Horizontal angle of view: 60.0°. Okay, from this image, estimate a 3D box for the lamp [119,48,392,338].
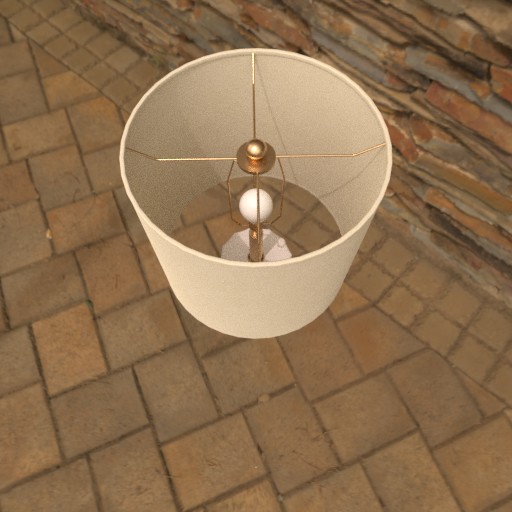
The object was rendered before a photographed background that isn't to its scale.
[{"bbox_3d":[0.000,0.000,0.694,0.277,0.537,0.277,34,69,15],"label":"lamp"}]
